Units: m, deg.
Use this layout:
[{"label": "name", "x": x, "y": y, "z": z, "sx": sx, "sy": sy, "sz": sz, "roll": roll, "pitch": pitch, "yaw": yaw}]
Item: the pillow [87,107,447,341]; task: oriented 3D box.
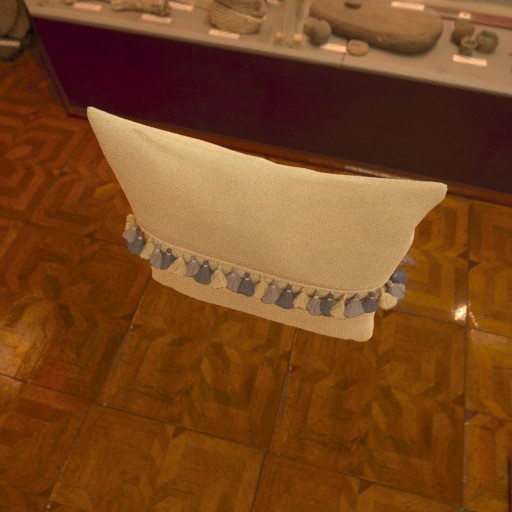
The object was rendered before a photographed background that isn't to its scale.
[{"label": "pillow", "x": 0.000, "y": 0.000, "z": 0.742, "sx": 0.489, "sy": 0.481, "sz": 0.165, "roll": 15, "pitch": 60, "yaw": 9}]
